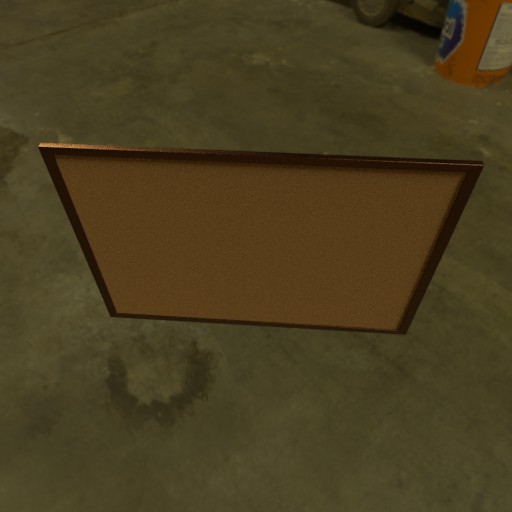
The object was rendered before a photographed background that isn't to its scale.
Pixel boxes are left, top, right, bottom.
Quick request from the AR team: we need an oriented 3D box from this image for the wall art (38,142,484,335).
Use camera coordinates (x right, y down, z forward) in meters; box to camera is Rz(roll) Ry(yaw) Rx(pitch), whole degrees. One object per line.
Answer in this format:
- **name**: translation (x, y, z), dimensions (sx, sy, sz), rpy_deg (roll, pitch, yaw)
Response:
- **wall art**: translation (0.000, 0.000, 1.020), dimensions (0.816, 0.559, 0.014), rpy_deg (3, 48, 3)
